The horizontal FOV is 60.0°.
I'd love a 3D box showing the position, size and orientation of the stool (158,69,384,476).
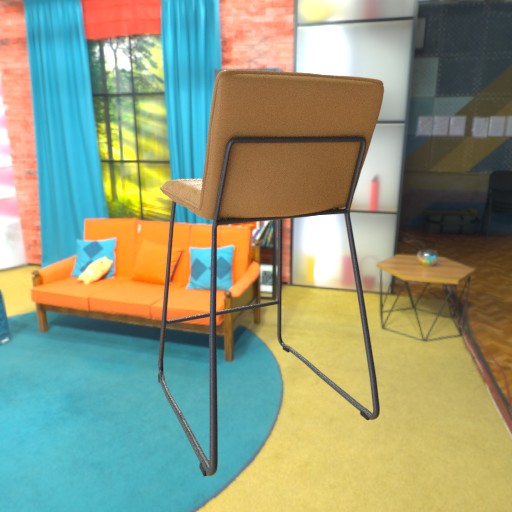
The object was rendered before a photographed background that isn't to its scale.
[{"bbox_3d":[0.000,0.000,1.193,0.489,0.866,0.524,-7,17,-25],"label":"stool"}]
